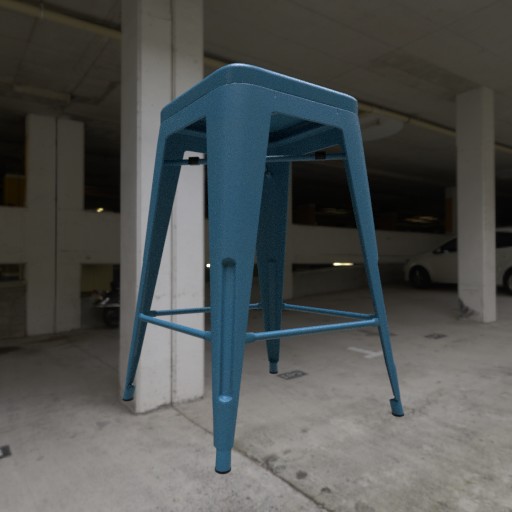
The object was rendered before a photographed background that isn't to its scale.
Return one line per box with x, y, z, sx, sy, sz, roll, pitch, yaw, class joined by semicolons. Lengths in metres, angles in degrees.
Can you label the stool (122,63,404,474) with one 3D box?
0.000;0.000;0.891;0.410;0.608;0.410;0;-1;-35;stool
